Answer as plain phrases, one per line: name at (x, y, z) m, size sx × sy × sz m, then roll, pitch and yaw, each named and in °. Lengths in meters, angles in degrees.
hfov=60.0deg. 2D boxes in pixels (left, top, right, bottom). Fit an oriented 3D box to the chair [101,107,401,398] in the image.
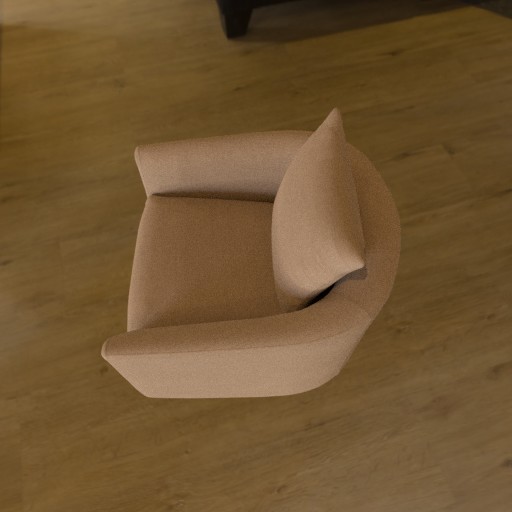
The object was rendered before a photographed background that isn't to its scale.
chair at (0.000, 0.000, 1.604) m, size 0.910 × 0.848 × 0.845 m, roll -1°, pitch 59°, yaw 0°
